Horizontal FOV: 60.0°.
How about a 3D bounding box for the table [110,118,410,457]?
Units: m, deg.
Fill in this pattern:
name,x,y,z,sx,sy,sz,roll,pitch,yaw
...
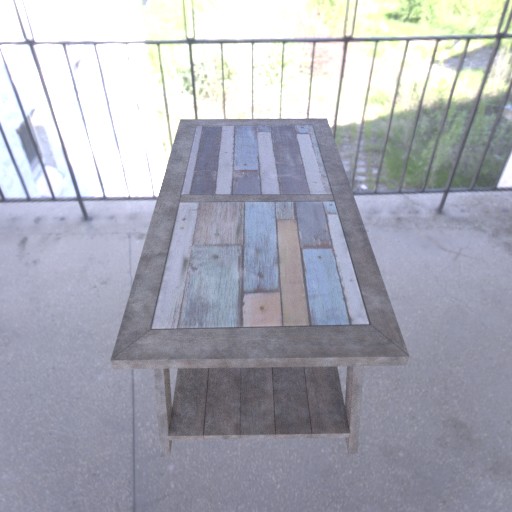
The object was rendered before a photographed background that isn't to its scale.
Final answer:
name,x,y,z,sx,sy,sz,roll,pitch,yaw
table,0.000,0.000,1.520,0.610,0.470,1.219,-1,40,-1
